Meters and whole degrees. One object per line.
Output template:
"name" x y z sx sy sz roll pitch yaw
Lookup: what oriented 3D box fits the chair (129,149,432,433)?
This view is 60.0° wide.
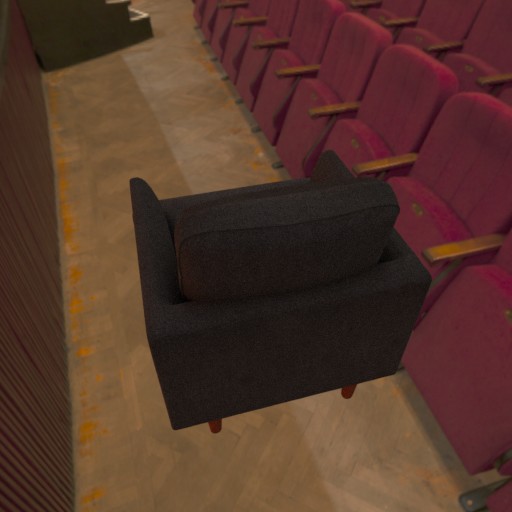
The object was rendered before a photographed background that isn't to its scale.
"chair" 0.000 0.000 1.645 0.858 0.957 0.899 -11 44 -11
